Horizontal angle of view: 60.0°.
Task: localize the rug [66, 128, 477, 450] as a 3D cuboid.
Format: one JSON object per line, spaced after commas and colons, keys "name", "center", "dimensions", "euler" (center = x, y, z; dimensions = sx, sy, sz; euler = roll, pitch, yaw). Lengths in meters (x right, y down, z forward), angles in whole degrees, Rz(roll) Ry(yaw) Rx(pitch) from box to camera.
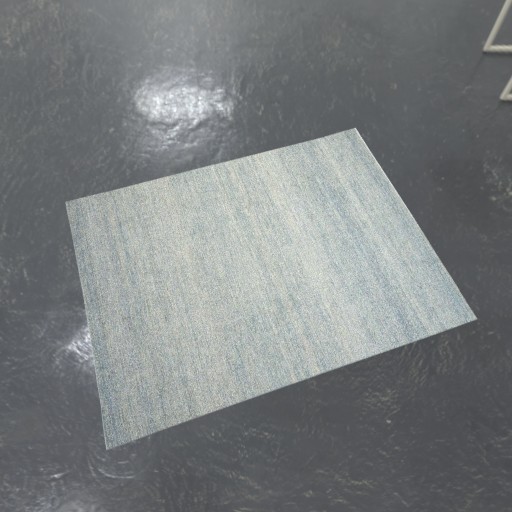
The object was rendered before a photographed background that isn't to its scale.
{"name": "rug", "center": [0.000, 0.000, 4.159], "dimensions": [3.237, 0.046, 2.461], "euler": [-16, 61, -9]}
